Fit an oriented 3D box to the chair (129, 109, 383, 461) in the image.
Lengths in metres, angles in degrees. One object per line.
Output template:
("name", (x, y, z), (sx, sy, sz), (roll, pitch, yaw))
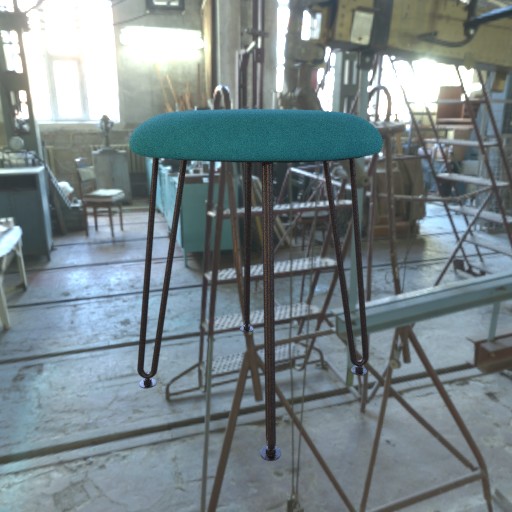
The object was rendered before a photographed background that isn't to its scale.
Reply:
("chair", (0.000, 0.000, 0.684), (0.350, 0.430, 0.350), (9, 19, 26))
